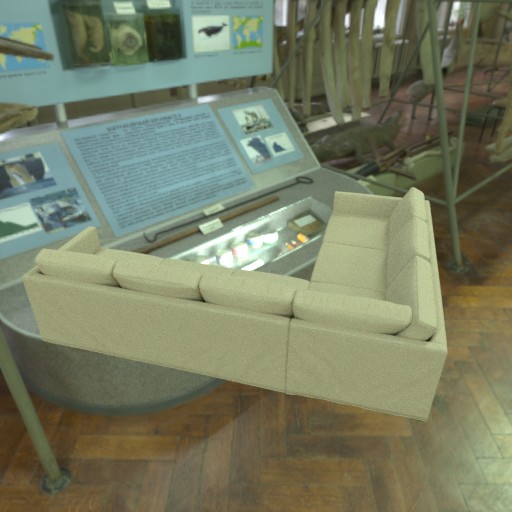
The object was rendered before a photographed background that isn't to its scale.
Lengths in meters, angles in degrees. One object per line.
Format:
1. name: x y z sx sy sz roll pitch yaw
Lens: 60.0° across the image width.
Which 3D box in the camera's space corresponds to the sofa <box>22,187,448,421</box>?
1. sofa: 0.000 0.000 4.244 3.182 0.871 2.432 8 32 13
